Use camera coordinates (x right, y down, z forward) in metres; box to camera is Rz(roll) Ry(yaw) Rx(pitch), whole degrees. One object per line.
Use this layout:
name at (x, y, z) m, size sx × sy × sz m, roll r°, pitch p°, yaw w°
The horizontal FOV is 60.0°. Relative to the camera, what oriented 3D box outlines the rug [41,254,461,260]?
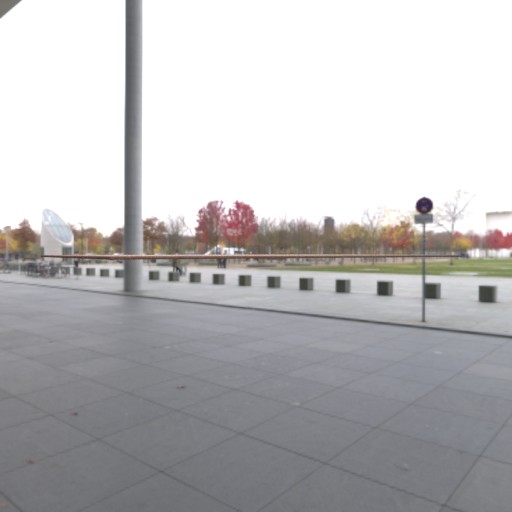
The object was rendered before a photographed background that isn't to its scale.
rug at (0.000, 0.000, 3.016) m, size 2.438 × 0.014 × 1.524 m, roll 0°, pitch 0°, yaw -35°
